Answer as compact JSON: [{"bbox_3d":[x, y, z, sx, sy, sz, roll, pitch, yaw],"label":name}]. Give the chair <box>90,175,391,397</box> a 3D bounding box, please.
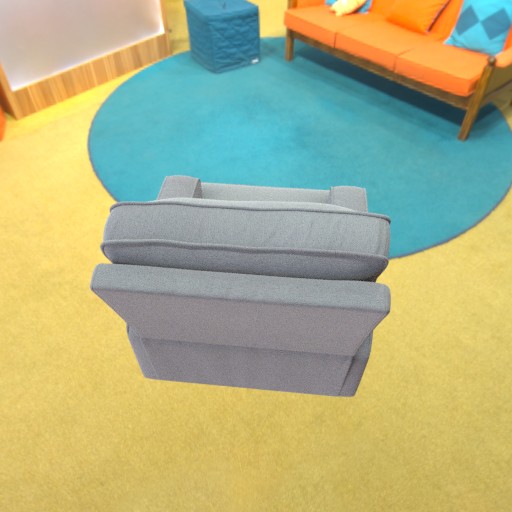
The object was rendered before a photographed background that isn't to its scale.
[{"bbox_3d":[0.000,0.000,1.660,0.861,0.964,0.969,4,47,4],"label":"chair"}]
